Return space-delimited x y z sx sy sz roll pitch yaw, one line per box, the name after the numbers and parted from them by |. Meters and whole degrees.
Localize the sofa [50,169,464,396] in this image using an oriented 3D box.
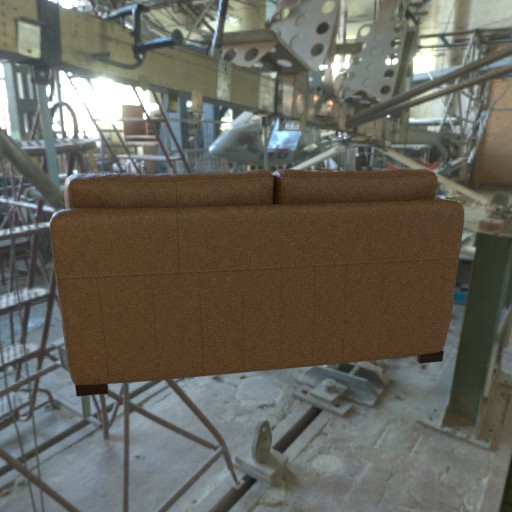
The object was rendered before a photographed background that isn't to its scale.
0.000 0.000 2.430 1.855 0.980 0.962 -3 15 -10 | sofa
